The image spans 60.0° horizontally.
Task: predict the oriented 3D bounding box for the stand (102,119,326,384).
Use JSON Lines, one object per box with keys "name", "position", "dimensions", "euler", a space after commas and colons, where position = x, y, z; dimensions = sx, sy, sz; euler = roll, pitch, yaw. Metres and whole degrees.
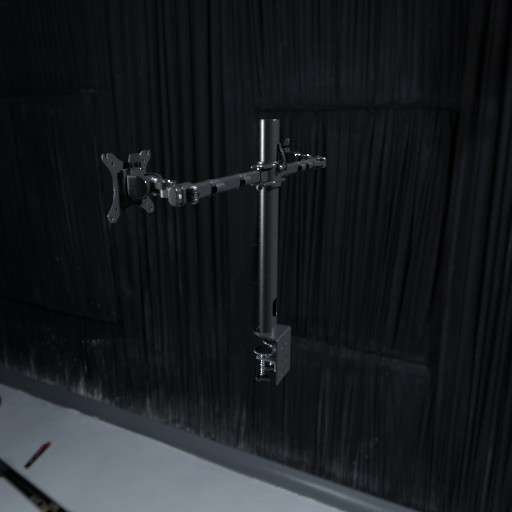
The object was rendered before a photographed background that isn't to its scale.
{"name": "stand", "position": [0.000, 0.000, 1.026], "dimensions": [0.150, 0.603, 0.743], "euler": [8, 19, 25]}
